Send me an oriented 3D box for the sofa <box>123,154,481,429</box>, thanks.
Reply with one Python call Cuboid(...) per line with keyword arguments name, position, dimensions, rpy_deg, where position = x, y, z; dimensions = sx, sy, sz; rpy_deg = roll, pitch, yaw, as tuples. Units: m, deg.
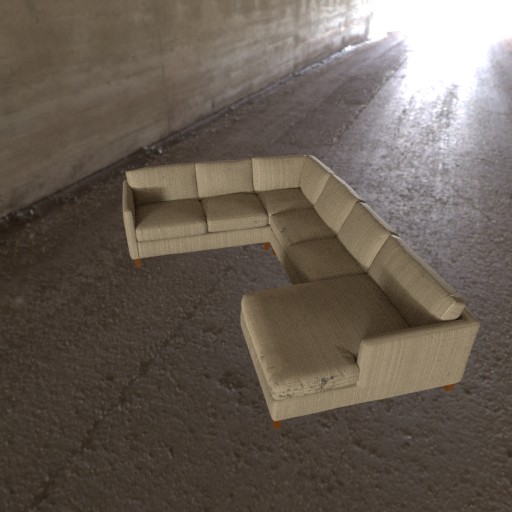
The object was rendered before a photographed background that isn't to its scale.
Cuboid(name="sofa", position=(0.000, 0.000, 4.505), dimensions=(2.594, 0.961, 3.460), rpy_deg=(-8, 33, -12))
